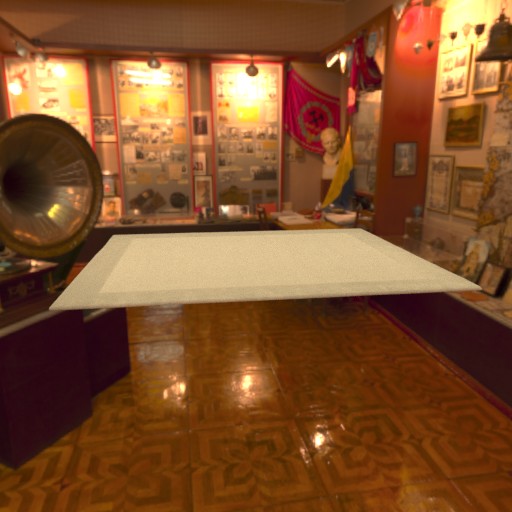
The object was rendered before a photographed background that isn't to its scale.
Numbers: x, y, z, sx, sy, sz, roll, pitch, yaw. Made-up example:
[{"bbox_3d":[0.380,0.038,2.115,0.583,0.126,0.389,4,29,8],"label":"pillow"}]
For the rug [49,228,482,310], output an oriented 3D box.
[{"bbox_3d":[0.000,0.000,4.136,2.976,0.018,2.430,-2,14,-8],"label":"rug"}]
